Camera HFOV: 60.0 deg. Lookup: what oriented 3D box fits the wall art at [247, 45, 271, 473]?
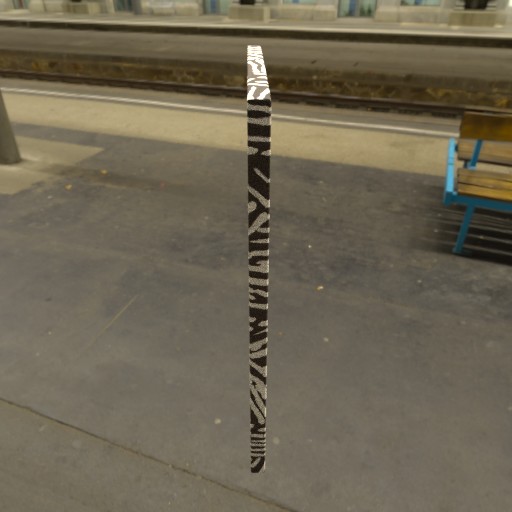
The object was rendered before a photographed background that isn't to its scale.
[{"bbox_3d":[0.000,0.000,1.143,0.035,0.918,0.615,0,32,-1],"label":"wall art"}]
